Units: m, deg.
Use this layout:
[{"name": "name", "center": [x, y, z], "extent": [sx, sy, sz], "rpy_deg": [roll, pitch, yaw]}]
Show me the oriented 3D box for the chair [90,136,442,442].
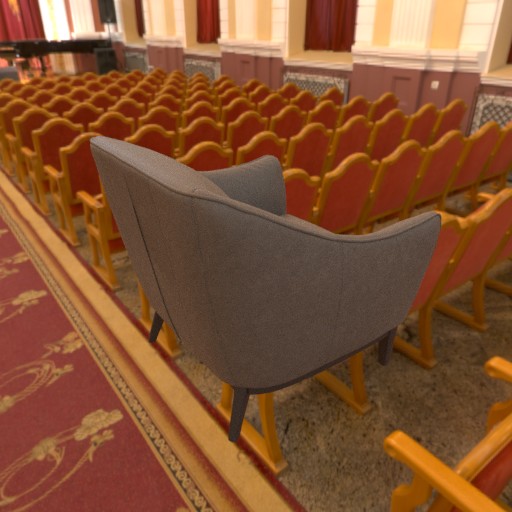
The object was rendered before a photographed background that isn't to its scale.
[{"name": "chair", "center": [0.000, 0.000, 1.535], "extent": [0.852, 0.830, 0.871], "rpy_deg": [-19, 33, -32]}]
